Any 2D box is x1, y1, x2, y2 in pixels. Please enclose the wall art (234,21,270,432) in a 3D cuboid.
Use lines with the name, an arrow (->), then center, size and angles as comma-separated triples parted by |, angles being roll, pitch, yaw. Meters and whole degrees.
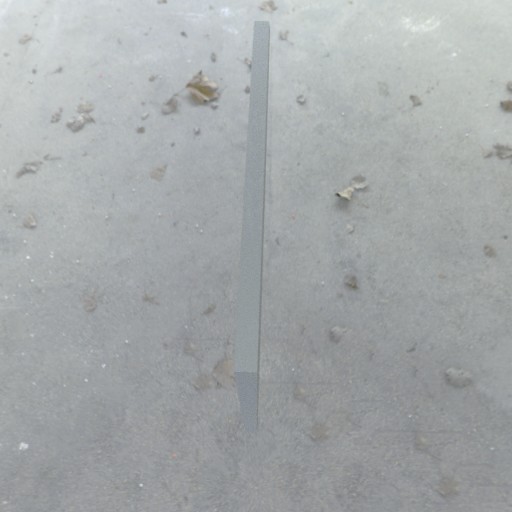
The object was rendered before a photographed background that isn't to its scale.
wall art -> 0.000, 0.000, 1.199 | 0.038, 0.807, 0.809 | 2, 62, 1
